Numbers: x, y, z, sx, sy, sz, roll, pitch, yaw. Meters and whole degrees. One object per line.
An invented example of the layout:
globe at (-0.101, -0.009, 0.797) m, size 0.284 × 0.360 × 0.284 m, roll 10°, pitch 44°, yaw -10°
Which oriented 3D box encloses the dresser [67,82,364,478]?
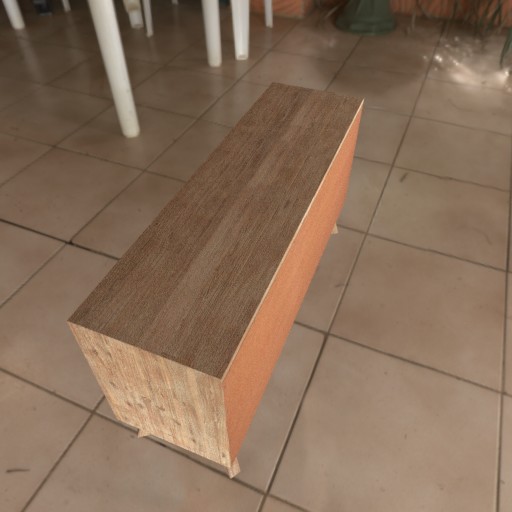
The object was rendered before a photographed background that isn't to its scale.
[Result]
dresser at (0.000, 0.000, 1.909) m, size 0.455 × 0.805 × 1.554 m, roll 16°, pitch 48°, yaw 15°
